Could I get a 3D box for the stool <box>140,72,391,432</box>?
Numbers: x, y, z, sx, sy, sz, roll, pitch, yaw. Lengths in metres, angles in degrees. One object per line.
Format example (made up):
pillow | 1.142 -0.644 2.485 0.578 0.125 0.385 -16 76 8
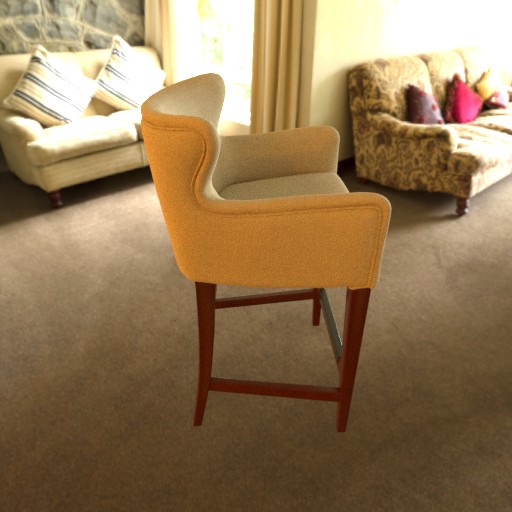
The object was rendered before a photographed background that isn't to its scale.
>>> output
stool | 0.000 0.000 1.332 0.570 0.951 0.601 -1 31 -2
